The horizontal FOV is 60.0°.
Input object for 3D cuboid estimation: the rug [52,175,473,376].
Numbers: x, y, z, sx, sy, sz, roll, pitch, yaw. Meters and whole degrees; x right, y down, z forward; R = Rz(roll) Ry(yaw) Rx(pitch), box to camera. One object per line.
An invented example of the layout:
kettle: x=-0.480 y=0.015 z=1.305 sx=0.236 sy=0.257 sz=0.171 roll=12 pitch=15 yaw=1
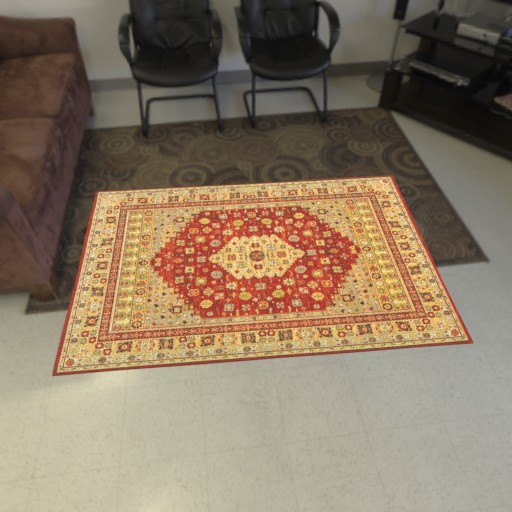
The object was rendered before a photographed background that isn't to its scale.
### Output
rug: x=0.000 y=0.000 z=2.284 sx=1.802 sy=0.013 sz=1.194 roll=-4 pitch=48 yaw=-3
